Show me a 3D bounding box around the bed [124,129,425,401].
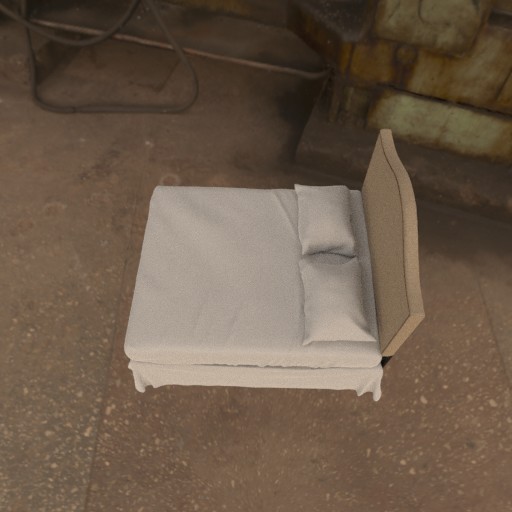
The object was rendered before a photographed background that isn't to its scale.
[{"bbox_3d":[0.000,0.000,3.592,2.221,1.645,1.876,1,59,1],"label":"bed"}]
